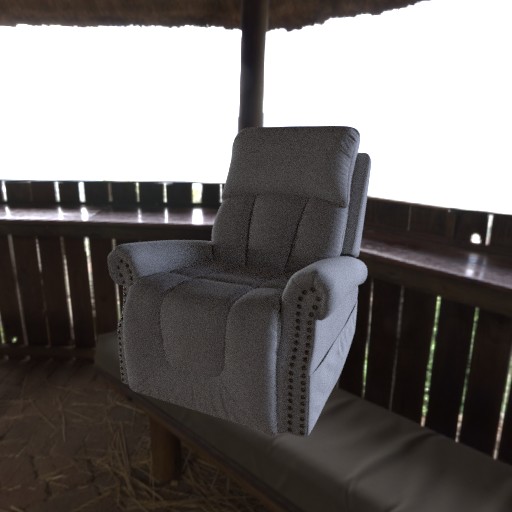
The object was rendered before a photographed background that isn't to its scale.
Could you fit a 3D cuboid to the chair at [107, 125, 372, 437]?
[{"bbox_3d":[0.000,0.000,1.785,0.871,1.031,0.979,7,16,26],"label":"chair"}]
